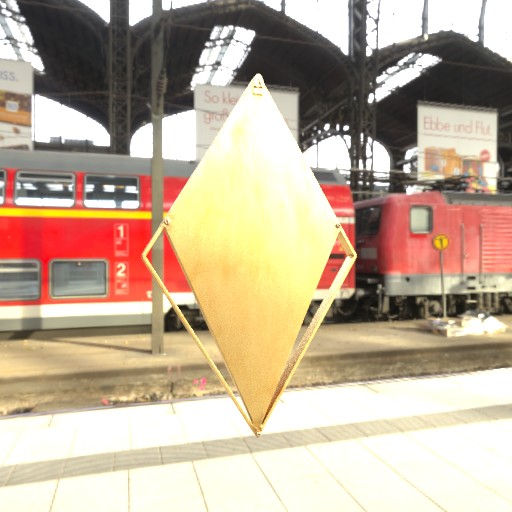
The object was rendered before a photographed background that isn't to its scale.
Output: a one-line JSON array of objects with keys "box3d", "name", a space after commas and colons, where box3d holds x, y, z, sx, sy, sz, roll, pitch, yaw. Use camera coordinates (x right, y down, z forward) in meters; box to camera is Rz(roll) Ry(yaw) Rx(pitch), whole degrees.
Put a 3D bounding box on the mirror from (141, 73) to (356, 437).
[{"box3d": [0.000, 0.000, 0.837, 0.419, 0.679, 0.032, 0, 0, -18], "name": "mirror"}]
